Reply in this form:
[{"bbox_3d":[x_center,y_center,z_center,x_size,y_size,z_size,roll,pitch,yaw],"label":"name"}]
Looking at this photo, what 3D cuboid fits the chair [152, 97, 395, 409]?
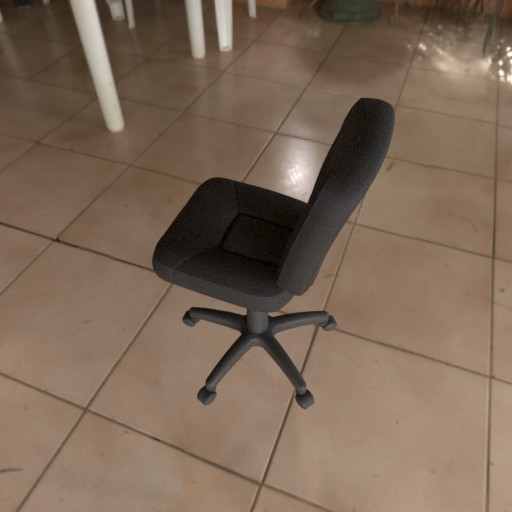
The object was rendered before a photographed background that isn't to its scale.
[{"bbox_3d":[0.000,0.000,1.350,0.610,0.972,0.610,15,48,14],"label":"chair"}]
